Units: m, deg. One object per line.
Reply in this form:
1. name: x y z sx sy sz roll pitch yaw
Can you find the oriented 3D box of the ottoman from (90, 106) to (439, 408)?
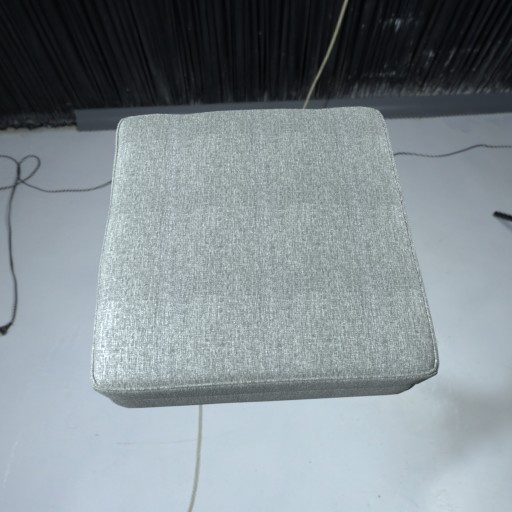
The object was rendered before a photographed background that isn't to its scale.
1. ottoman: 0.000 0.000 1.353 0.838 0.481 0.838 -3 64 -1
